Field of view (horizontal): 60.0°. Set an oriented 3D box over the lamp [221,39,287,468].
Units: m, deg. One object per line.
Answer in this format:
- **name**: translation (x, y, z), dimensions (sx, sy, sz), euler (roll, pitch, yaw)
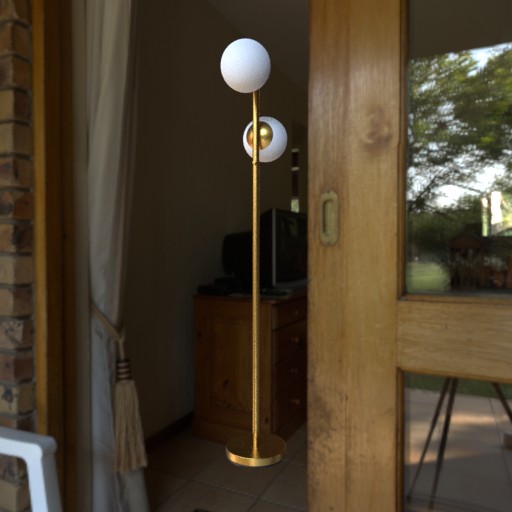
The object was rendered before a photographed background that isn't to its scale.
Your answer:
- **lamp**: translation (0.000, 0.000, 1.815), dimensions (0.249, 1.641, 0.419), euler (1, 2, 20)
